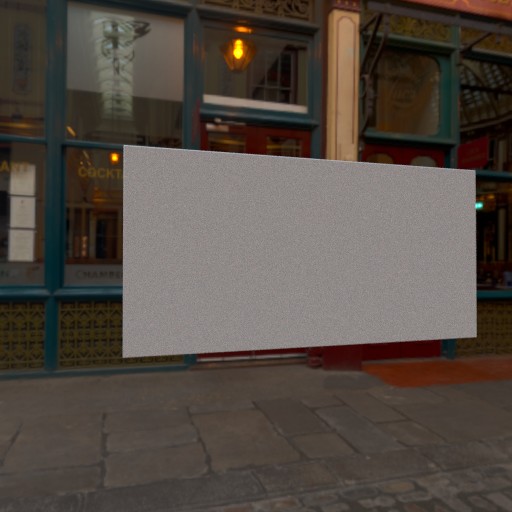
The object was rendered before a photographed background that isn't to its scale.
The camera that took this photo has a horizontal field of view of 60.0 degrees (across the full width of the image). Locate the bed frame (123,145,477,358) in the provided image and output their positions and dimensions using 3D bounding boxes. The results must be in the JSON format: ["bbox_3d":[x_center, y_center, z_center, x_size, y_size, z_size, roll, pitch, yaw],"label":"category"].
[{"bbox_3d":[0.000,0.000,2.836,1.622,0.800,1.960,0,-1,-17],"label":"bed frame"}]
